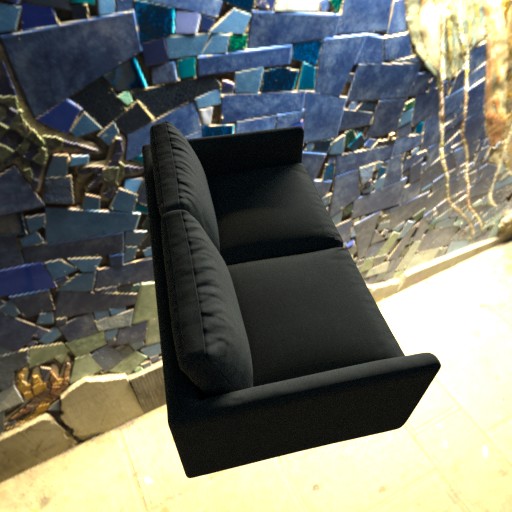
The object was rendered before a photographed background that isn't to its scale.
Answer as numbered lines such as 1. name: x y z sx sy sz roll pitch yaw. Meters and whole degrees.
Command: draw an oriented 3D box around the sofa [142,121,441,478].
1. sofa: 0.000 0.000 2.460 1.091 0.845 1.909 -9 47 -9
